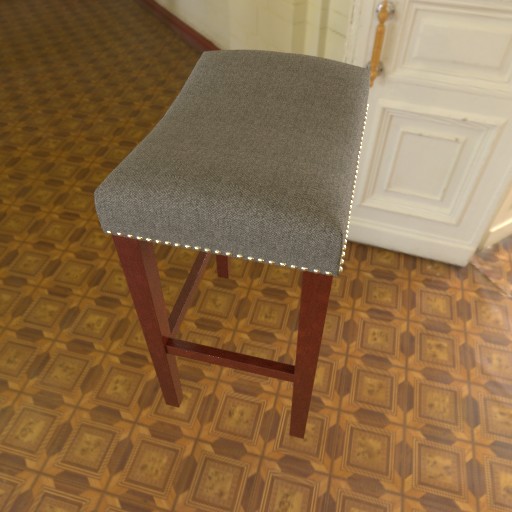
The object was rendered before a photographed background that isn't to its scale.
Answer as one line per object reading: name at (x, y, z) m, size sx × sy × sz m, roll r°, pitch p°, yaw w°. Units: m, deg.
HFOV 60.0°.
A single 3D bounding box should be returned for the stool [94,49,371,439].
stool at (0.000, 0.000, 1.012) m, size 0.372 × 0.742 × 0.504 m, roll 10°, pitch 48°, yaw 10°
